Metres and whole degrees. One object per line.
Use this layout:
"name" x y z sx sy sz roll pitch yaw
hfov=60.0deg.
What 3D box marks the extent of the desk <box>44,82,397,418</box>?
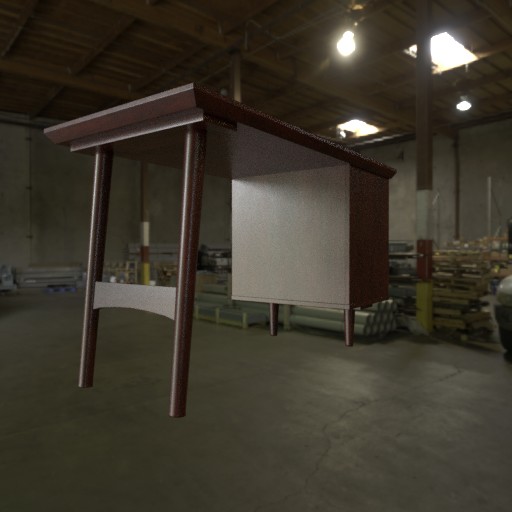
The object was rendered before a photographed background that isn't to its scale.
"desk" 0.000 0.000 1.642 0.612 0.758 1.277 1 1 36
